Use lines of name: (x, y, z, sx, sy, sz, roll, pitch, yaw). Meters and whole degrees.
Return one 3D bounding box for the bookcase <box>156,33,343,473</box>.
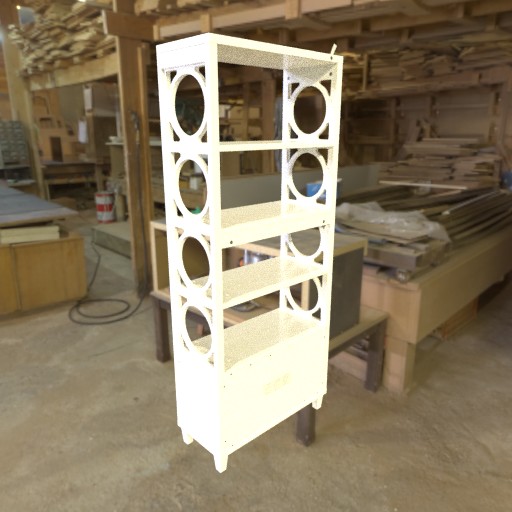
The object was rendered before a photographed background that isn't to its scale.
bookcase: (0.000, 0.000, 2.109, 0.761, 1.869, 0.361, -15, 22, -41)
